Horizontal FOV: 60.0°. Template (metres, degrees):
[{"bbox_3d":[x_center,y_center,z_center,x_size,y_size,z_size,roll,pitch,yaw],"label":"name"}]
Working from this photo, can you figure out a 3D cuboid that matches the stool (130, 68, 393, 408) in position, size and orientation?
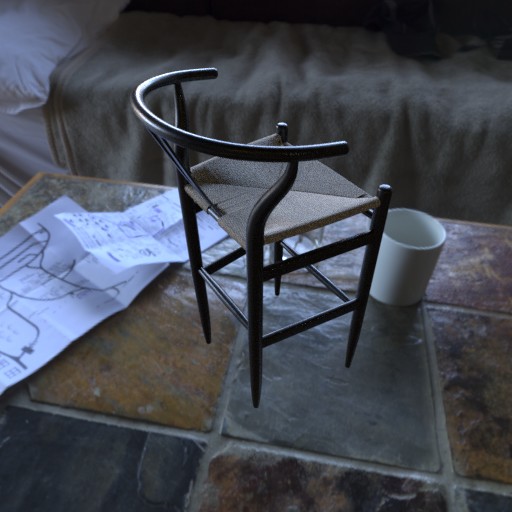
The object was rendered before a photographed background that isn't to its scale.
[{"bbox_3d":[0.000,0.000,1.397,0.579,1.072,0.569,-24,47,-25],"label":"stool"}]
